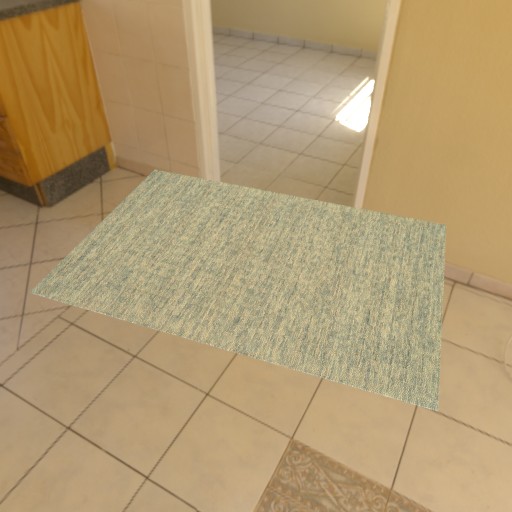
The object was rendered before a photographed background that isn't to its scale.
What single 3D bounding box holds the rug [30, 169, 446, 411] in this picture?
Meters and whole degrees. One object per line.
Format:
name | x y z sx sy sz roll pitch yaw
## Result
rug | 0.000 0.000 2.181 1.752 0.006 1.142 13 43 14
